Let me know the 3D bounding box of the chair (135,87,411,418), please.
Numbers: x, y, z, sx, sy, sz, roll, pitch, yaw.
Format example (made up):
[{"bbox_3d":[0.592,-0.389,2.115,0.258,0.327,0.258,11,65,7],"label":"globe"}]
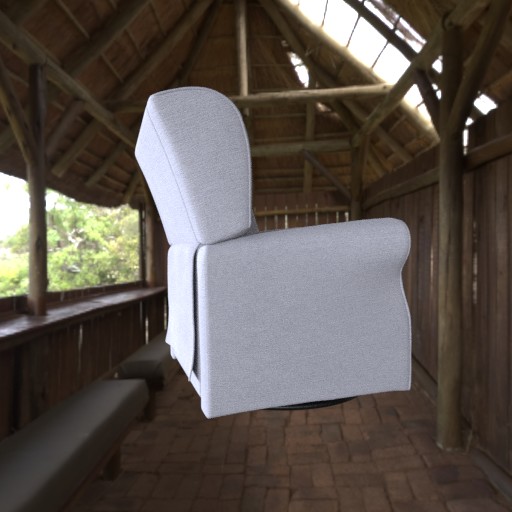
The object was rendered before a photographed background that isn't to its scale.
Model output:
[{"bbox_3d":[0.000,0.000,1.689,0.854,0.966,0.906,0,1,-18],"label":"chair"}]
